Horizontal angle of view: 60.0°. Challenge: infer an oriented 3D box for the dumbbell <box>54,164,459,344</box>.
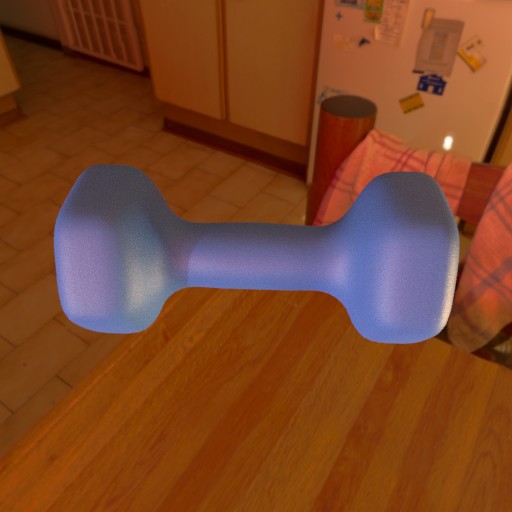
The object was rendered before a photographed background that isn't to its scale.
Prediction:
[{"bbox_3d":[0.000,0.000,0.258,0.212,0.093,0.103,2,44,2],"label":"dumbbell"}]
